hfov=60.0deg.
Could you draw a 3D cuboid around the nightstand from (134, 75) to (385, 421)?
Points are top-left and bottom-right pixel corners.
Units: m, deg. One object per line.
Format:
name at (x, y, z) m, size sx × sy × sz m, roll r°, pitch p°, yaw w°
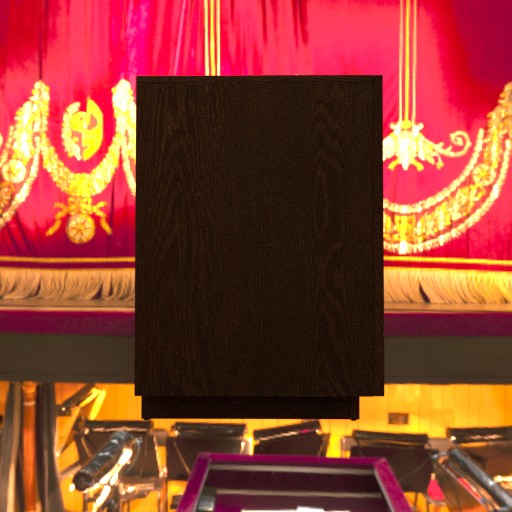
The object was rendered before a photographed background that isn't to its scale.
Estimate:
nightstand at (0.000, 0.000, 1.147) m, size 0.457 × 0.612 × 0.775 m, roll 0°, pitch -1°, yaw 1°
